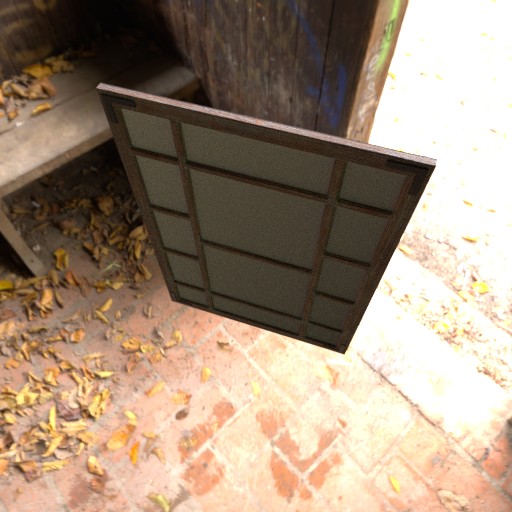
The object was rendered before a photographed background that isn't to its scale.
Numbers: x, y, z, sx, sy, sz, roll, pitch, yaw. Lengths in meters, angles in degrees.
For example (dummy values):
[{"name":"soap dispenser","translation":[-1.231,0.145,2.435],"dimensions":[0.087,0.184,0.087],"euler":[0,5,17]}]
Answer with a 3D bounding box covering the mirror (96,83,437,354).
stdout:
[{"name":"mirror","translation":[0.000,0.000,1.298],"dimensions":[0.705,0.996,0.025],"euler":[16,59,10]}]
